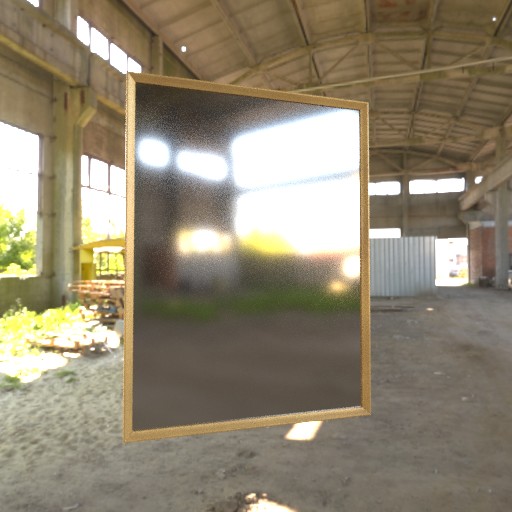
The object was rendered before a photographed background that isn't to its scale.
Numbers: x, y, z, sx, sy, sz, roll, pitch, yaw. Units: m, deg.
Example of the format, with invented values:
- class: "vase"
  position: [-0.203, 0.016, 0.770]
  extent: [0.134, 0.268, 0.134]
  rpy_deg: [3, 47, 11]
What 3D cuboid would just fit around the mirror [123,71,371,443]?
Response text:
- class: "mirror"
  position: [0.000, 0.000, 1.342]
  extent: [0.762, 1.016, 0.041]
  rpy_deg: [1, -2, -18]
